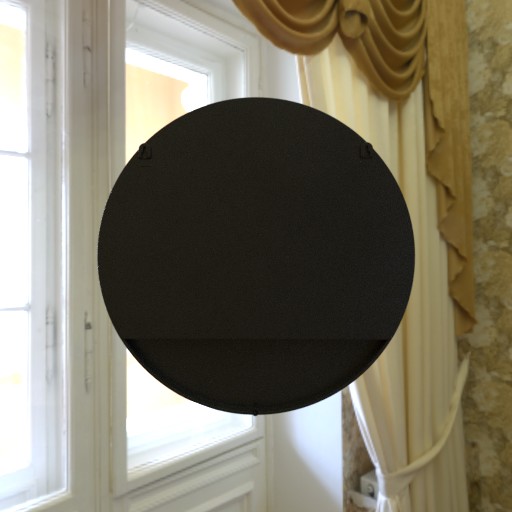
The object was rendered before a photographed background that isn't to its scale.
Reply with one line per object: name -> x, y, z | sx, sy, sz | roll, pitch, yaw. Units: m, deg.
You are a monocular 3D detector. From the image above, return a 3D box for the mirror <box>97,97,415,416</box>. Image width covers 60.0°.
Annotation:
mirror -> 0.000, 0.000, 0.699 | 0.457, 0.457, 0.133 | 0, 0, 1
